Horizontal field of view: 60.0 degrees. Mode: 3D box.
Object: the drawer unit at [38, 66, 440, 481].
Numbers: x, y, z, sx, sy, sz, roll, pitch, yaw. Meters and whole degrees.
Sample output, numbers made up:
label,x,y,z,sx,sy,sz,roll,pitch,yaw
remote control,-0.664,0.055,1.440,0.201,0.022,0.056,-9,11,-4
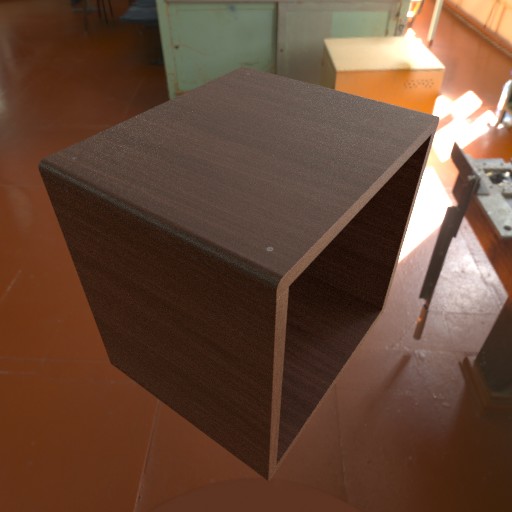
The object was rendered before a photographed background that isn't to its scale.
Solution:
label,x,y,z,sx,sy,sz,roll,pitch,yaw
drawer unit,0.000,0.000,0.601,0.290,0.351,0.349,26,48,26
